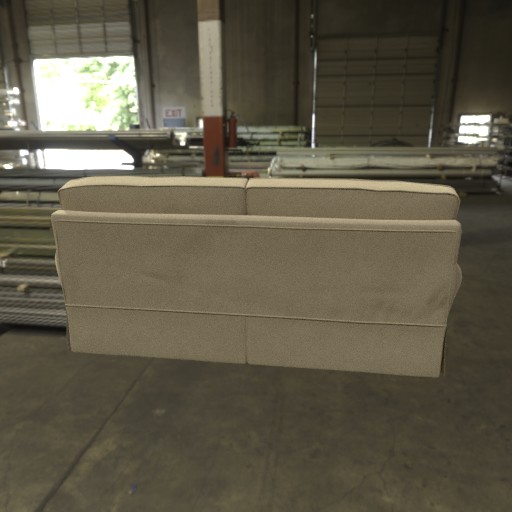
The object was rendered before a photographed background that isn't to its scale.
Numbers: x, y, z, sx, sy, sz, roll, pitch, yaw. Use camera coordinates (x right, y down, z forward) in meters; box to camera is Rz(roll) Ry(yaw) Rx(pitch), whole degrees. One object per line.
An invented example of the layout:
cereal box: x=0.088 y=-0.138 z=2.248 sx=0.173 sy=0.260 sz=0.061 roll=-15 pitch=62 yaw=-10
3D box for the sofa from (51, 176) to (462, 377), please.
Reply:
sofa: x=0.000 y=0.000 z=2.741 sx=2.246 sy=1.014 sz=0.900 roll=2 pitch=16 yaw=8
